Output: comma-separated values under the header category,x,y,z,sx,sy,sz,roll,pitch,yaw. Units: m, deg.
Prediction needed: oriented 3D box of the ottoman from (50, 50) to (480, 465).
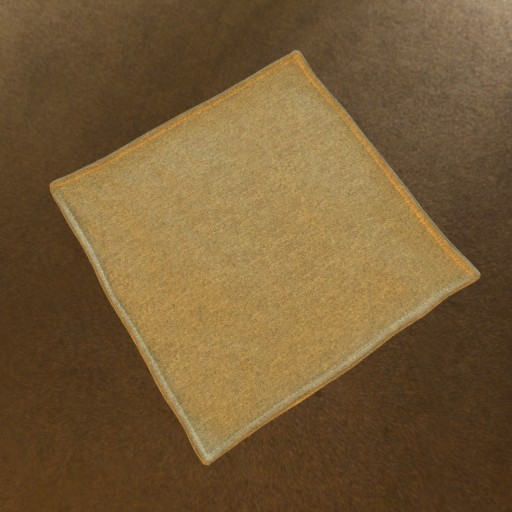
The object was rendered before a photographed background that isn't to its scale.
category,x,y,z,sx,sy,sz,roll,pitch,yaw
ottoman,0.000,0.000,1.144,0.696,0.470,0.707,-32,78,-8
